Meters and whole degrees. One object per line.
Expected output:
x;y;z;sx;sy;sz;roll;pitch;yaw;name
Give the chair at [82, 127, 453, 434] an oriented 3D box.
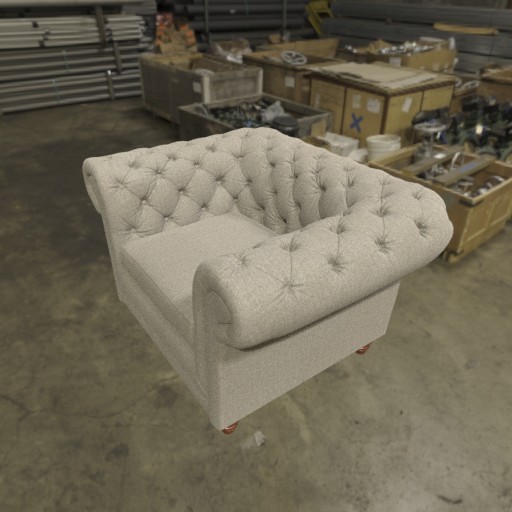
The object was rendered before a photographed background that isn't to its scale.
0.000;0.000;1.881;0.976;0.770;1.270;-21;37;-30;chair
